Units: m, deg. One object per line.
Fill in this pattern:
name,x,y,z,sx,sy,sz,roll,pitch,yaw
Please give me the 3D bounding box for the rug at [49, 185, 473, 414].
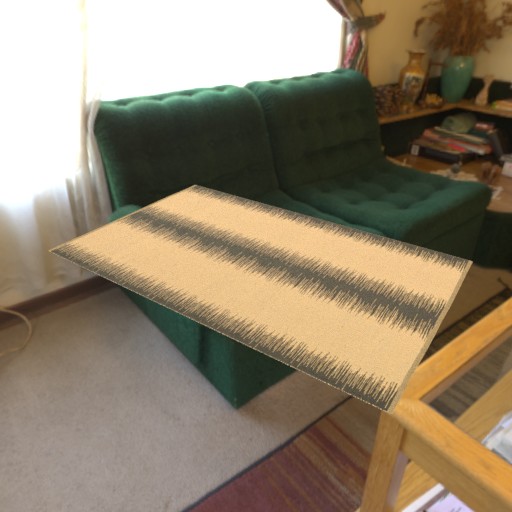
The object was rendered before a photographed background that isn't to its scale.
rug,0.000,0.000,2.998,2.453,0.003,1.519,19,35,30
